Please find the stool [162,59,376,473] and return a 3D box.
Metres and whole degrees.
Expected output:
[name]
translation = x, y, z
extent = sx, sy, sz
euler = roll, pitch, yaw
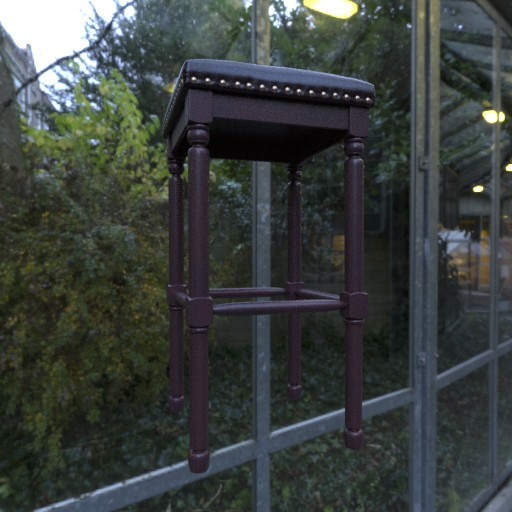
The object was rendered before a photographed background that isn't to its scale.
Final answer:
[stool]
translation = 0.000, 0.000, 0.995
extent = 0.382, 0.768, 0.383
euler = 0, 1, -17
